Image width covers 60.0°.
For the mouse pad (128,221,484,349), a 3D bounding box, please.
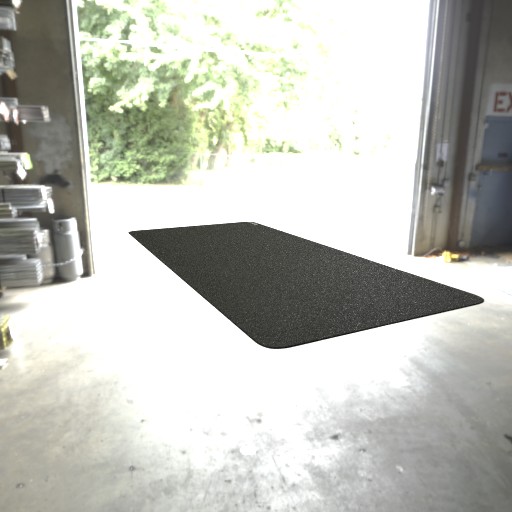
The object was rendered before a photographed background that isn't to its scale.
[{"bbox_3d":[0.000,0.000,1.037,0.424,0.003,0.907,-7,15,-26],"label":"mouse pad"}]
